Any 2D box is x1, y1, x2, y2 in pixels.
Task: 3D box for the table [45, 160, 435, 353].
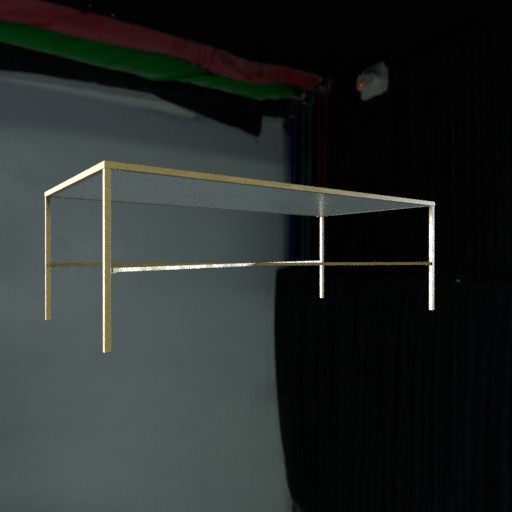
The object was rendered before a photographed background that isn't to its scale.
[{"bbox_3d":[0.000,0.000,1.505,1.206,0.398,0.580,0,0,-36],"label":"table"}]
